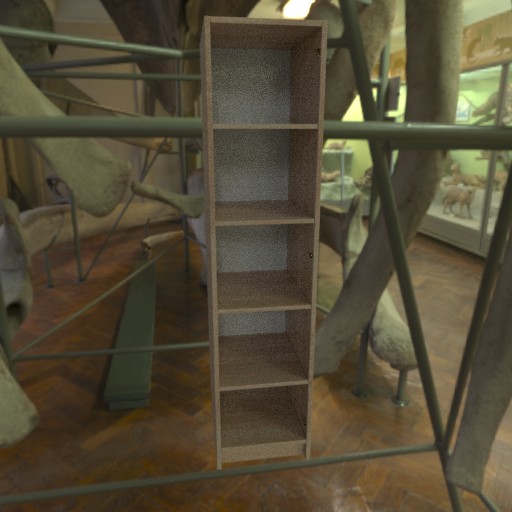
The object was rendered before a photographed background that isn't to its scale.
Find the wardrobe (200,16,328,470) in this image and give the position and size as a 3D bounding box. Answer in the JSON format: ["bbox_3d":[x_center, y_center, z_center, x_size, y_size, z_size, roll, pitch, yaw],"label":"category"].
[{"bbox_3d":[0.000,0.000,2.318,0.496,2.117,0.588,-2,16,-8],"label":"wardrobe"}]
